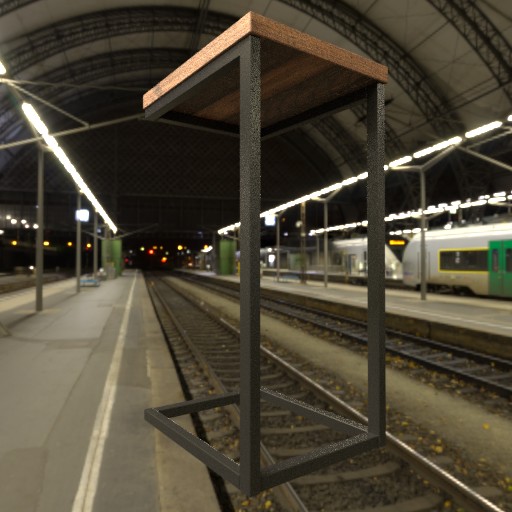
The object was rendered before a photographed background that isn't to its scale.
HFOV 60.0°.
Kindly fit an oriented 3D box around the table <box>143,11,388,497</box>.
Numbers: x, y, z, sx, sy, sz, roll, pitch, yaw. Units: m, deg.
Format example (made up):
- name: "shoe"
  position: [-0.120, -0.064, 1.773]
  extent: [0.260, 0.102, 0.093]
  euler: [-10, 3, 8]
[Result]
- name: "table"
  position: [0.000, 0.000, 0.911]
  extent: [0.323, 0.718, 0.414]
  euler: [1, -1, -36]
